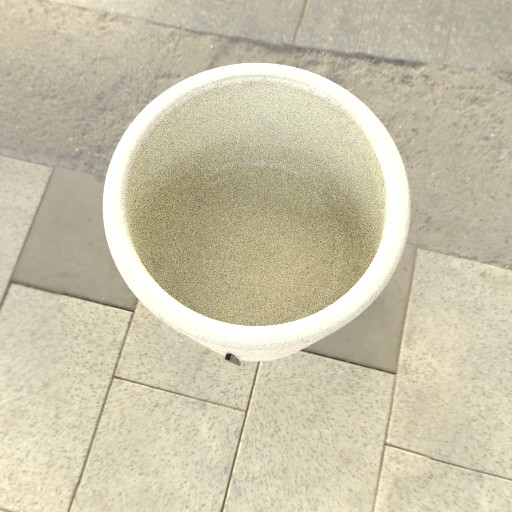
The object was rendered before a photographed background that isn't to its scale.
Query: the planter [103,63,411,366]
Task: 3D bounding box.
[{"bbox_3d":[0.000,0.000,0.695,0.324,0.483,0.333,12,75,3],"label":"planter"}]
